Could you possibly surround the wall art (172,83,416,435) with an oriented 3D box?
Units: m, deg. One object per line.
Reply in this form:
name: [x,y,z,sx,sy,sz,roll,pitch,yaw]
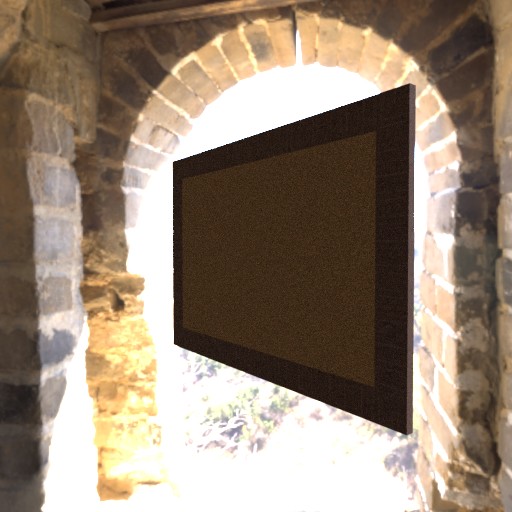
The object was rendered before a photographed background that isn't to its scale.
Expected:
wall art: [0.000,0.000,1.158,0.019,0.626,0.917,-1,2,-37]
